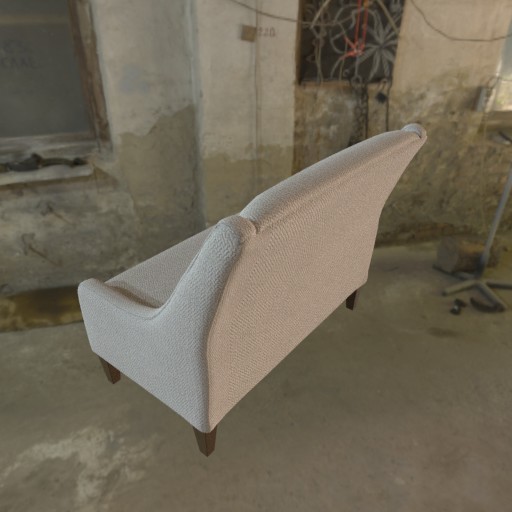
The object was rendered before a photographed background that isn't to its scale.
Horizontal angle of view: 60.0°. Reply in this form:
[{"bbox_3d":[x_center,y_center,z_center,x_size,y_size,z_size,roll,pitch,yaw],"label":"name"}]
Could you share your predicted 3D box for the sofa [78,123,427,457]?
[{"bbox_3d":[0.000,0.000,1.903,0.870,1.022,1.242,22,37,32],"label":"sofa"}]
